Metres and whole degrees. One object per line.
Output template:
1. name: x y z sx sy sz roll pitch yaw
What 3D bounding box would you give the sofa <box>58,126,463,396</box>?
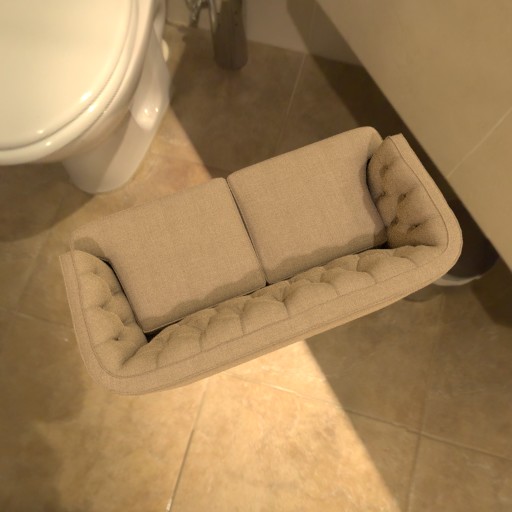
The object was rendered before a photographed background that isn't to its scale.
1. sofa: 0.000 0.000 2.262 1.733 0.855 0.941 -20 76 -5
